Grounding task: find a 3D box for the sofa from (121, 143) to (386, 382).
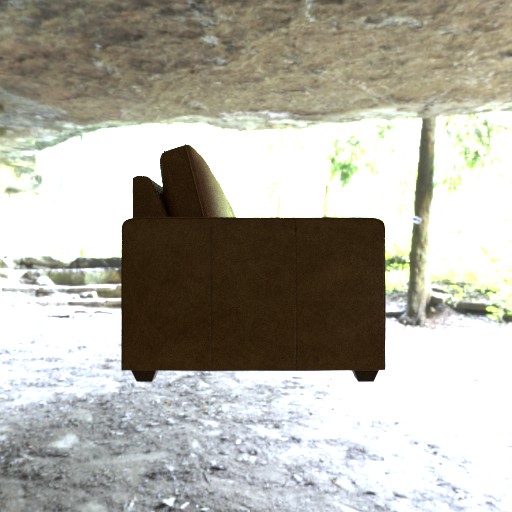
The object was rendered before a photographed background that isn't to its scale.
[{"bbox_3d":[0.000,0.000,2.663,0.991,0.928,2.156,0,0,0],"label":"sofa"}]
